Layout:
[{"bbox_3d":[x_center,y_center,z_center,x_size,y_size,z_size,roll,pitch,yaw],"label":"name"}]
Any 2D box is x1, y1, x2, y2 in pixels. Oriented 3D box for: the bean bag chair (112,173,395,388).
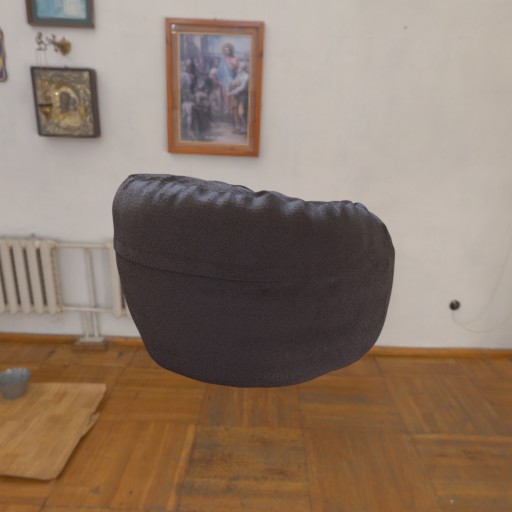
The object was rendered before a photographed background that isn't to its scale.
[{"bbox_3d":[0.000,0.000,2.125,1.245,0.821,1.245,0,16,0],"label":"bean bag chair"}]
